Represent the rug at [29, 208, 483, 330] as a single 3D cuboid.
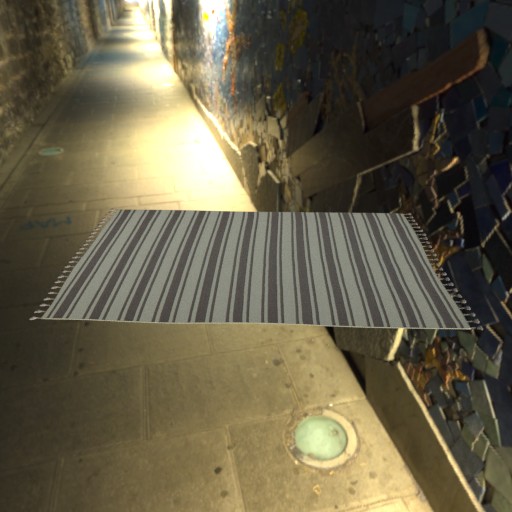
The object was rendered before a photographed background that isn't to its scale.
[{"bbox_3d":[0.000,0.000,2.540,2.096,0.011,1.229,1,31,2],"label":"rug"}]
